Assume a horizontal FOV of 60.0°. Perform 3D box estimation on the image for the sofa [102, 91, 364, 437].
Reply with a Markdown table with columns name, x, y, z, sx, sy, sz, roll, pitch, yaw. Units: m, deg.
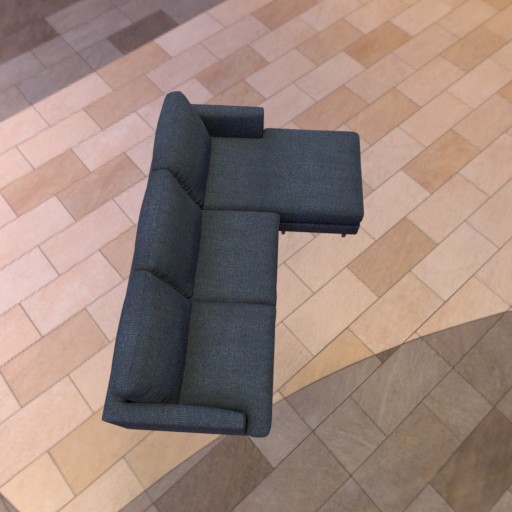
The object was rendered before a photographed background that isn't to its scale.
| name | x | y | z | sx | sy | sz | roll | pitch | yaw |
| --- | --- | --- | --- | --- | --- | --- | --- | --- | --- |
| sofa | 0.000 | 0.000 | 2.964 | 1.504 | 0.956 | 2.233 | 3 | 64 | 1 |
